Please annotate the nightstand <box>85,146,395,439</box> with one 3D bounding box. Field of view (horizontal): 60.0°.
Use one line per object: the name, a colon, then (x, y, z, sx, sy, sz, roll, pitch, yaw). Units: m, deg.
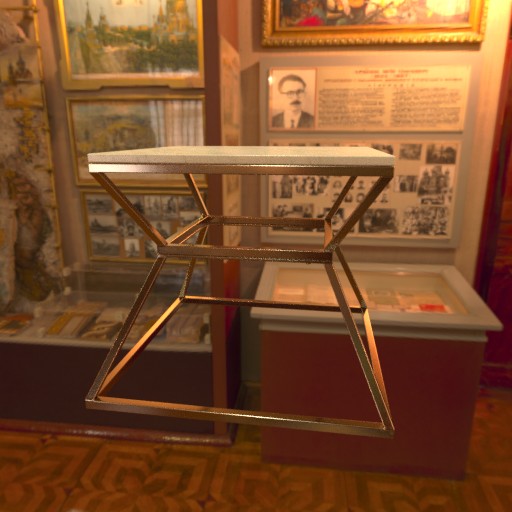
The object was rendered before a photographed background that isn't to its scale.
nightstand: (0.000, 0.000, 0.913, 0.513, 0.426, 0.514, 2, 16, 9)
